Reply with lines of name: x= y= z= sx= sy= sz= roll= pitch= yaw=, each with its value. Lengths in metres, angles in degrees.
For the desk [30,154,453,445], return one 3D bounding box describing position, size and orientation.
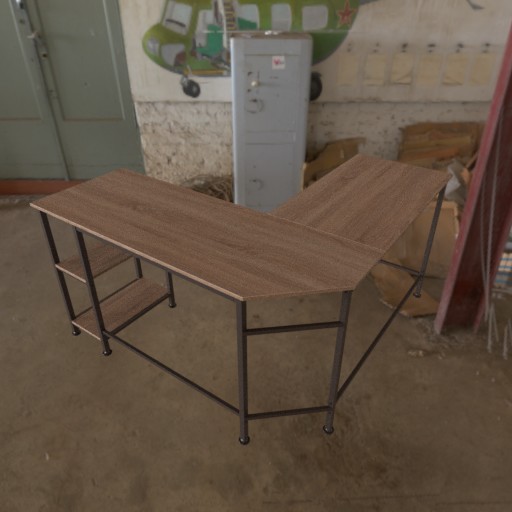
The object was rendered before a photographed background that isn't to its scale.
desk: x=0.000 y=0.000 z=2.218 sx=1.379 sy=0.739 sz=1.379 roll=21 pitch=38 yaw=29
